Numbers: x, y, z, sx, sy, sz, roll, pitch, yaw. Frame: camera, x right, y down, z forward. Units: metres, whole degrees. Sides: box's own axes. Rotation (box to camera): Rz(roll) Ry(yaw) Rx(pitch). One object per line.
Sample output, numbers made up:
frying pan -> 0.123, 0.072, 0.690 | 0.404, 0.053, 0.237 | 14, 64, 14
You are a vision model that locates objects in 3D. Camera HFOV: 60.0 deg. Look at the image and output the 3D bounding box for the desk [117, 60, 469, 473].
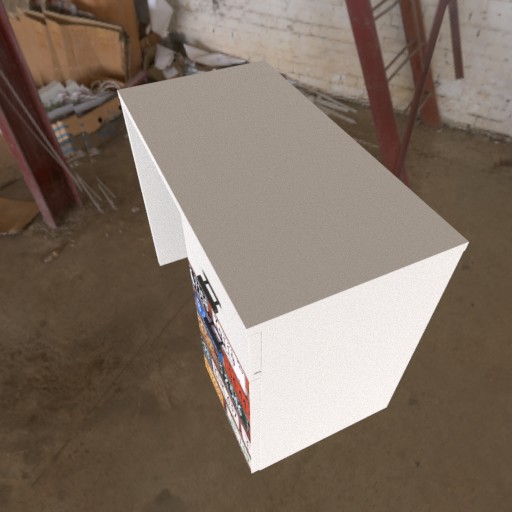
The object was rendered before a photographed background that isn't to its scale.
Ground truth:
desk -> 0.000, 0.000, 1.323 | 0.482, 0.730, 0.898 | -19, 50, -17
